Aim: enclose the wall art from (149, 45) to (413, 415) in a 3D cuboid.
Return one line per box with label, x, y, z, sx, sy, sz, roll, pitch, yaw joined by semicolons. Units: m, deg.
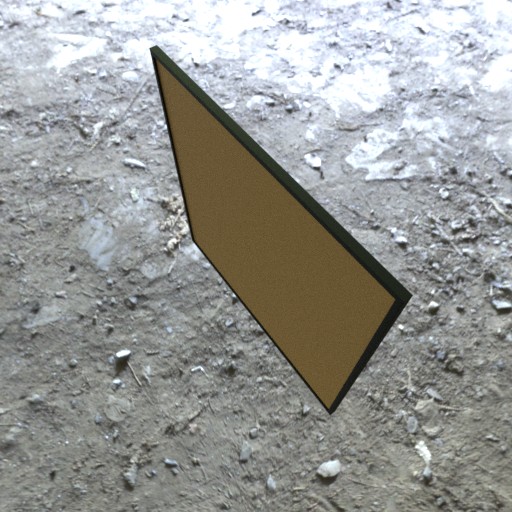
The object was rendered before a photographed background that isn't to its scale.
wall art;0.000;0.000;0.684;0.013;0.457;0.458;-32;64;-18
